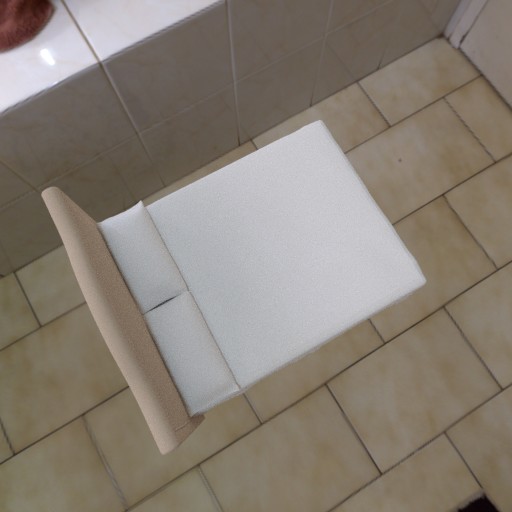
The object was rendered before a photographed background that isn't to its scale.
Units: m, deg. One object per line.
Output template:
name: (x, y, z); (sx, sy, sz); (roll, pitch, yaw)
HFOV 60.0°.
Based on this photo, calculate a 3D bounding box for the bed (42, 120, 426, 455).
bed: (0.000, 0.000, 3.169); (2.052, 1.398, 1.678); (-28, 78, -7)
